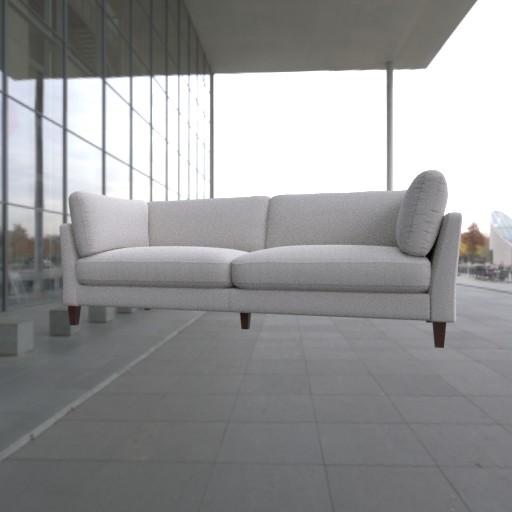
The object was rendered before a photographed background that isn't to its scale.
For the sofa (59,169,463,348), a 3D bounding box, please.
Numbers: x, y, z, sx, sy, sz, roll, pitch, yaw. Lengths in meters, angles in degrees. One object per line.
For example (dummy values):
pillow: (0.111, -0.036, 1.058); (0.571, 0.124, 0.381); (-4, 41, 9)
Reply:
sofa: (0.000, 0.000, 2.815); (2.301, 0.863, 0.957); (0, 0, 19)
